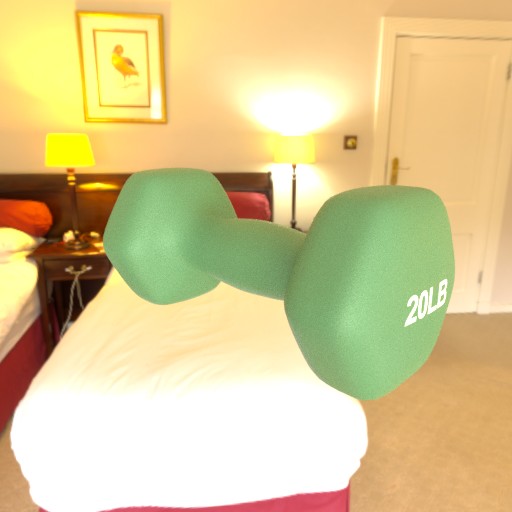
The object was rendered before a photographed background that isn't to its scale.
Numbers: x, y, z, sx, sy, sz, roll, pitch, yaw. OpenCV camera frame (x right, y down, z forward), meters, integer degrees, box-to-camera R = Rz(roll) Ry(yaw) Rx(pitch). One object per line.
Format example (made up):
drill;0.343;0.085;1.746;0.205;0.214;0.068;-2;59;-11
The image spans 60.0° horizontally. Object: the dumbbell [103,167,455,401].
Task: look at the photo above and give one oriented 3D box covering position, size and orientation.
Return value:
dumbbell;0.000;0.000;0.319;0.126;0.114;0.257;-15;21;-43
